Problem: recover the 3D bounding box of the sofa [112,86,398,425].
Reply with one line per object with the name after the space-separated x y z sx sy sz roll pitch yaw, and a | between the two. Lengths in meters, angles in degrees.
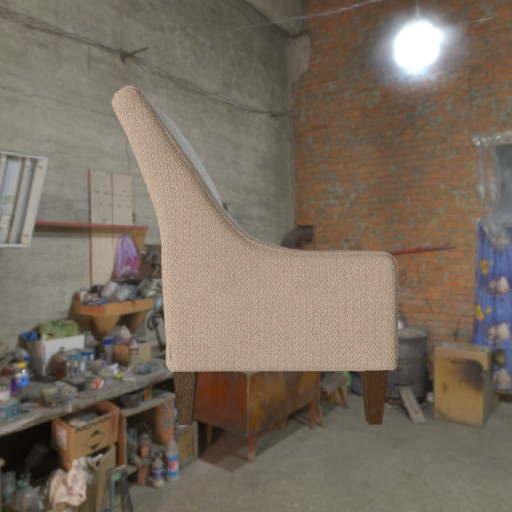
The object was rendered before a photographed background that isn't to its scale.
0.000 0.000 1.916 0.870 1.022 1.242 0 0 0 | sofa
